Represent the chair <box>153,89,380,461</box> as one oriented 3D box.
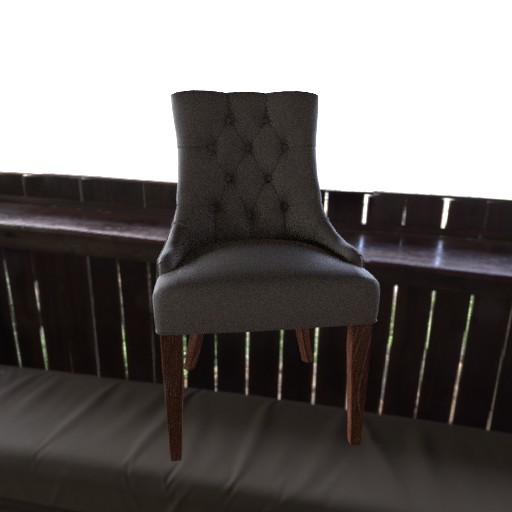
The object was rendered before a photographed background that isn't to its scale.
[{"bbox_3d":[0.000,0.000,1.200,0.509,0.874,0.565,-2,17,-7],"label":"chair"}]
